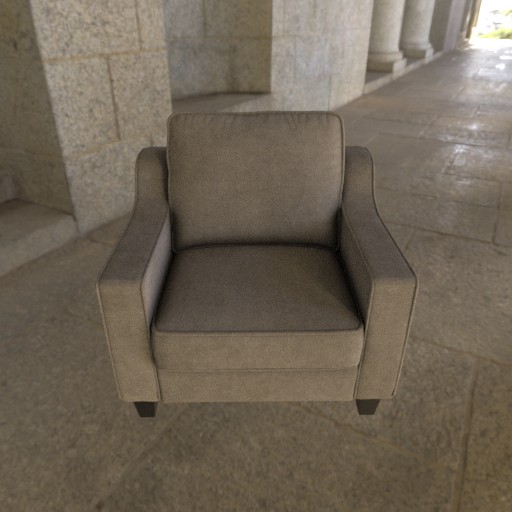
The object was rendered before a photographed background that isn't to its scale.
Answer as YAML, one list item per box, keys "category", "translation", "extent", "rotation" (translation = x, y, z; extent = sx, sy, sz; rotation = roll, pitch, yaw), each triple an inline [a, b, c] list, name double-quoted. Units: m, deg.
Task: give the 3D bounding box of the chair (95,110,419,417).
- category: "chair"
  translation: [0.000, 0.000, 1.640]
  extent: [0.926, 0.944, 0.840]
  rotation: [0, 29, -1]
